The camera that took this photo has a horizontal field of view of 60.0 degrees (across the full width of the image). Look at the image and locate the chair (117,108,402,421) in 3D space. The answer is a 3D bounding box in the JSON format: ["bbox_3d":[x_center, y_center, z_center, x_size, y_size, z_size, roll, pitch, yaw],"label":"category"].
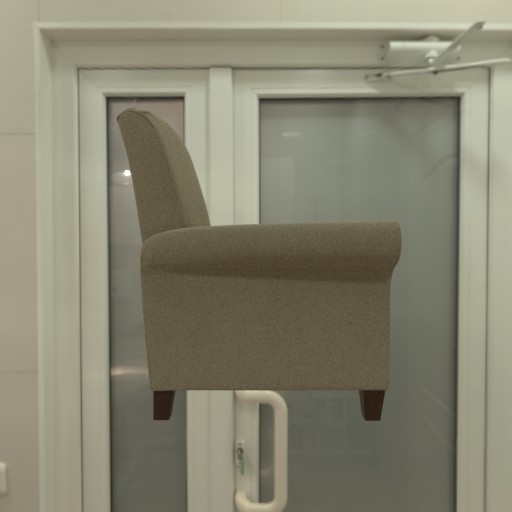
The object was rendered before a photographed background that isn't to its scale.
[{"bbox_3d":[0.000,0.000,1.791,0.905,1.061,0.978,0,1,1],"label":"chair"}]
